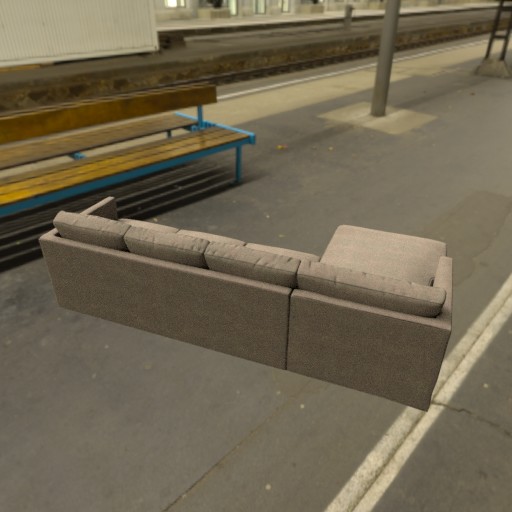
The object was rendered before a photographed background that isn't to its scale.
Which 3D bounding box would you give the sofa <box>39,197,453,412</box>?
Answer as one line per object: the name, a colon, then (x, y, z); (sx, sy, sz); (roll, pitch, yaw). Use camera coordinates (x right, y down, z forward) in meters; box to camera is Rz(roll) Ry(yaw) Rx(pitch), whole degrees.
sofa: (0.000, 0.000, 3.917); (3.205, 0.922, 1.650); (11, 33, 18)
